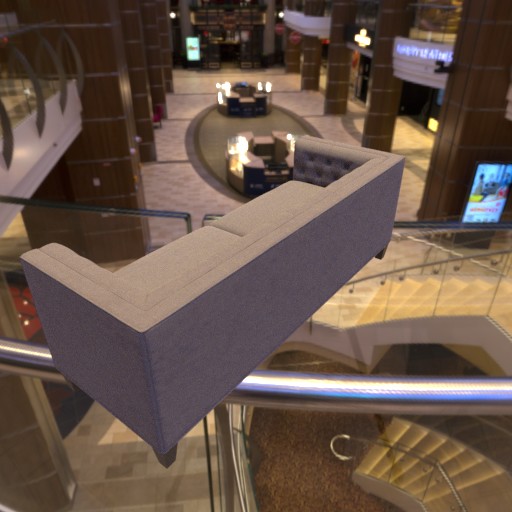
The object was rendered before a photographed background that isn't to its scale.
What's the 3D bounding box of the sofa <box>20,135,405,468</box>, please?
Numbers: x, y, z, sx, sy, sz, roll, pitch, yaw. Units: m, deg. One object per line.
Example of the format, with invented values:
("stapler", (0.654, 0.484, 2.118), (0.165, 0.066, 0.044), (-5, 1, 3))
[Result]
("sofa", (0.000, 0.000, 2.516), (0.775, 0.762, 2.159), (22, 38, 32))
